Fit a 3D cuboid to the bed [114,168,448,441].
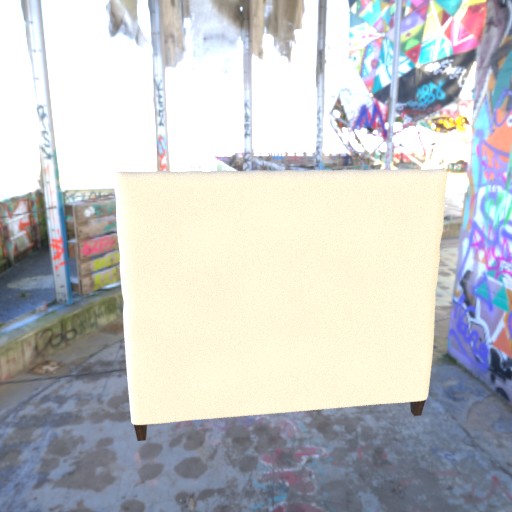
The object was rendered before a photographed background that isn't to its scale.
[{"bbox_3d":[0.000,0.000,3.449,1.698,1.427,2.387,-2,14,-8],"label":"bed"}]
